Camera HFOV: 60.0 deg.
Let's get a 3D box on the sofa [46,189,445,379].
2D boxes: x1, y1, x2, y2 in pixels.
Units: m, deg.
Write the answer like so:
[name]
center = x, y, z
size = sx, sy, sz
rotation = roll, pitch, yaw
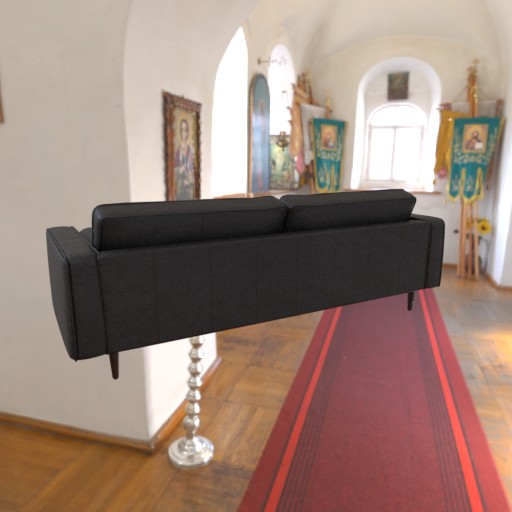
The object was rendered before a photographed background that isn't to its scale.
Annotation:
[sofa]
center = 0.000, 0.000, 2.622
size = 2.210, 0.762, 0.914
rotation = -7, 15, -28
